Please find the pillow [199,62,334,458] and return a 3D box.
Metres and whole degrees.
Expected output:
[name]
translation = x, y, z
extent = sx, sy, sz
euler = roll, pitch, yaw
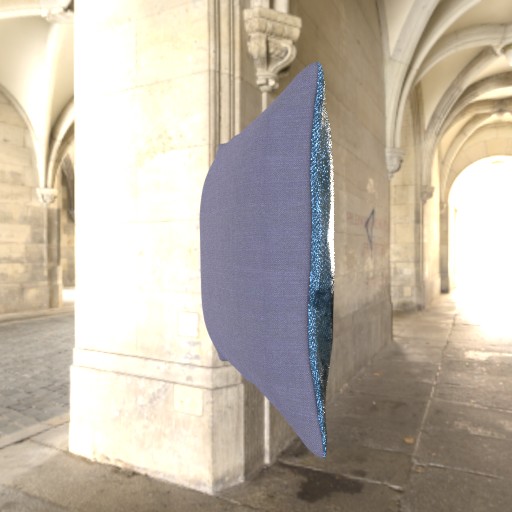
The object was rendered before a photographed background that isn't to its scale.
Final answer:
[pillow]
translation = 0.000, 0.000, 0.674
extent = 0.138, 0.430, 0.436
euler = 0, 0, -19
